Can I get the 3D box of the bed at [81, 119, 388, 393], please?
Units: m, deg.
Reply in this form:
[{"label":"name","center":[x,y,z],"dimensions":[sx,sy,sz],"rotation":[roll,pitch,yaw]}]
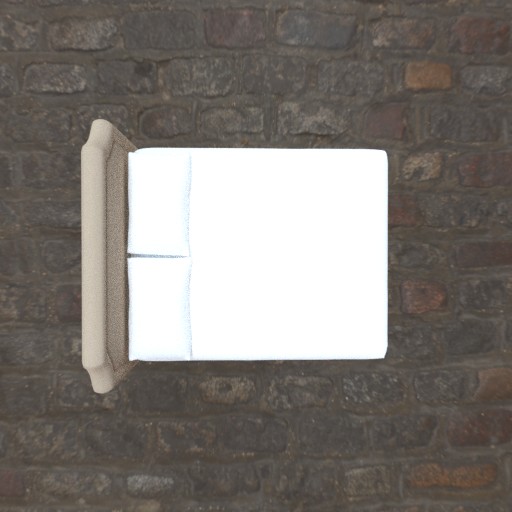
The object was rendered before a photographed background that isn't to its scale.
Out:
[{"label":"bed","center":[0.000,0.000,3.391],"dimensions":[2.204,1.301,1.828],"rotation":[0,91,-2]}]
